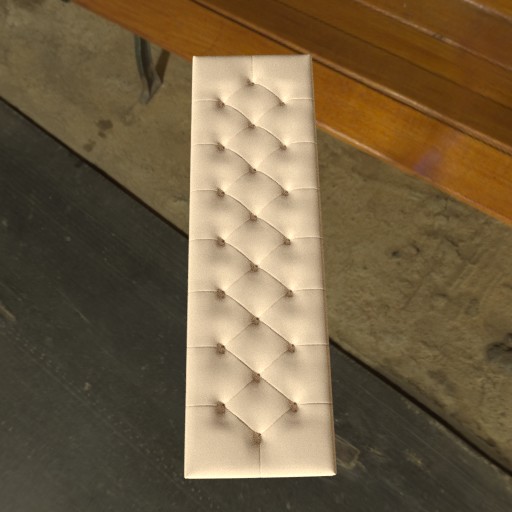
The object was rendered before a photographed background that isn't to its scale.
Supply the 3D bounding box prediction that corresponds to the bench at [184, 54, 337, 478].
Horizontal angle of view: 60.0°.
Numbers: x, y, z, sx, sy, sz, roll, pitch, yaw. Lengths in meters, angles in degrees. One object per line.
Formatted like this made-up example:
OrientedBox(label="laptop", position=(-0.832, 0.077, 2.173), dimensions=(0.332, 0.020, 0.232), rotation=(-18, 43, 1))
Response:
OrientedBox(label="bench", position=(0.000, 0.000, 1.708), dimensions=(0.457, 0.484, 1.473), rotation=(-1, 75, 0))
